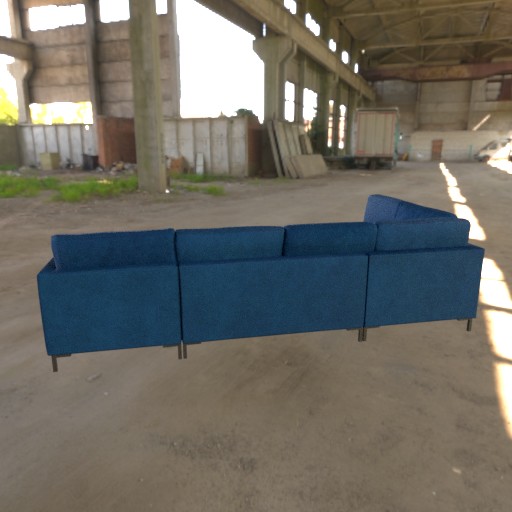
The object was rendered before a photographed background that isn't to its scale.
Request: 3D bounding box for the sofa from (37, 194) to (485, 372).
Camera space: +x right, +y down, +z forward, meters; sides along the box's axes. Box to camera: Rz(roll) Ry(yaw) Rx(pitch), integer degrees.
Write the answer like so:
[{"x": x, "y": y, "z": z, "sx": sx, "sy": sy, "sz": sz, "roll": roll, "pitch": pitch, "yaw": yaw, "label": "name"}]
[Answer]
[{"x": 0.000, "y": 0.000, "z": 4.283, "sx": 3.434, "sy": 0.992, "sz": 2.055, "roll": -3, "pitch": 15, "yaw": -12, "label": "sofa"}]
